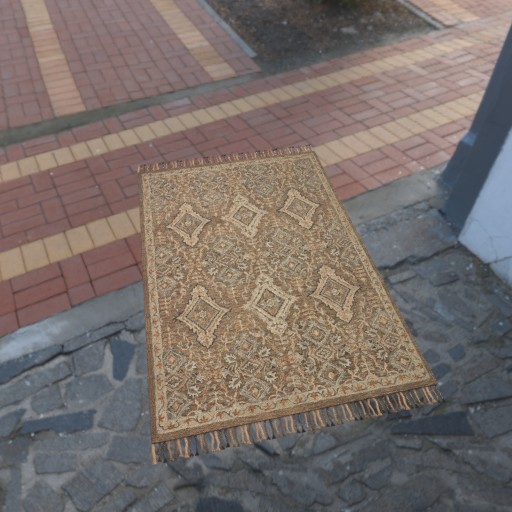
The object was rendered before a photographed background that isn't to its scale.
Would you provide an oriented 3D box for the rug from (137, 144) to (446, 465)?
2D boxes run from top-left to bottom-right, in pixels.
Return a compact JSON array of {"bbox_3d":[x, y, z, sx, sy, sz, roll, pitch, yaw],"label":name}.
[{"bbox_3d":[0.000,0.000,3.006,1.516,0.010,2.434,-9,48,-8],"label":"rug"}]
